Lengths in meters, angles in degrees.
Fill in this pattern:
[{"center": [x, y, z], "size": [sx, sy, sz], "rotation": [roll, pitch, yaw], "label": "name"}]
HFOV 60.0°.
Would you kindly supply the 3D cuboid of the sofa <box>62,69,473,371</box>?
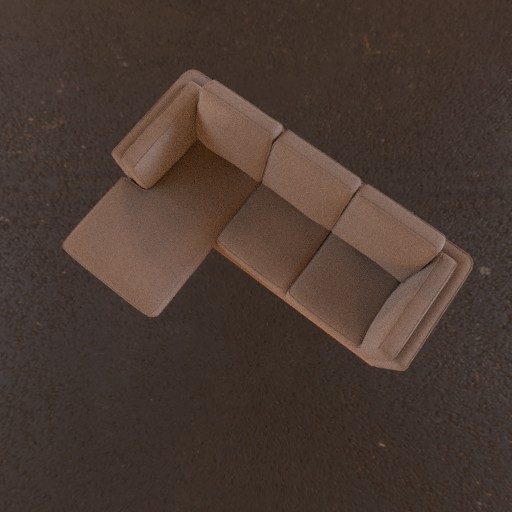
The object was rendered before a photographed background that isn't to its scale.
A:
[{"center": [0.000, 0.000, 3.147], "size": [2.411, 0.929, 1.604], "rotation": [36, 79, 8], "label": "sofa"}]
